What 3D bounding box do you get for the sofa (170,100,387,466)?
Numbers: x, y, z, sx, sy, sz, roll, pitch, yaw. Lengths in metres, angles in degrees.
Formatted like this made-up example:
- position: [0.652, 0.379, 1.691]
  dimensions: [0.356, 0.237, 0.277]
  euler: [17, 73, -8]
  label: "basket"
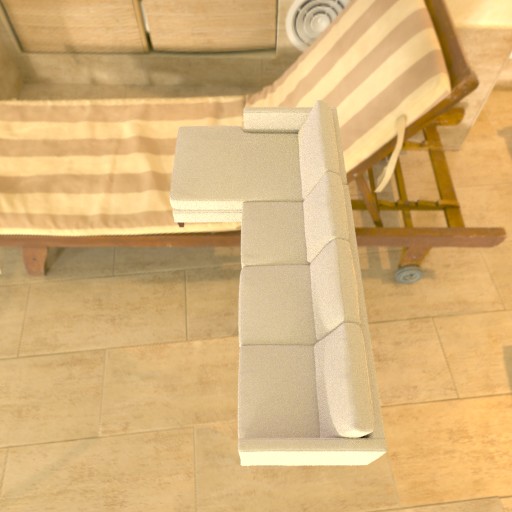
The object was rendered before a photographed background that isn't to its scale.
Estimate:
- position: [0.000, 0.000, 3.776]
  dimensions: [1.625, 0.846, 3.186]
  euler: [0, 58, 0]
  label: "sofa"
